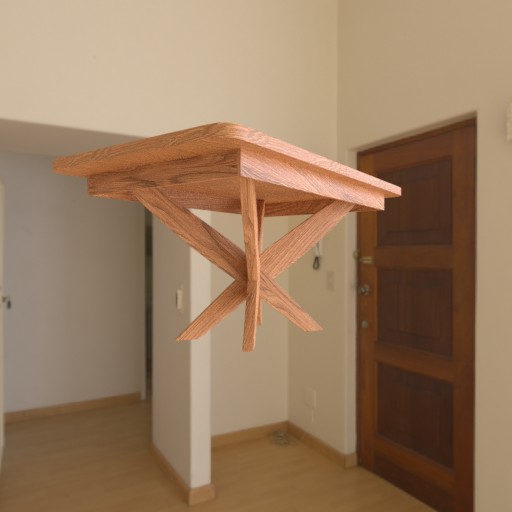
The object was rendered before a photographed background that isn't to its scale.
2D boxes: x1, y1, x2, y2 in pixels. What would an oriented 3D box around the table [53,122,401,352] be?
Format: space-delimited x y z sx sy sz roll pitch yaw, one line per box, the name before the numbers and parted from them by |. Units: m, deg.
table | 0.000 0.000 2.170 0.950 0.770 1.600 0 0 35
